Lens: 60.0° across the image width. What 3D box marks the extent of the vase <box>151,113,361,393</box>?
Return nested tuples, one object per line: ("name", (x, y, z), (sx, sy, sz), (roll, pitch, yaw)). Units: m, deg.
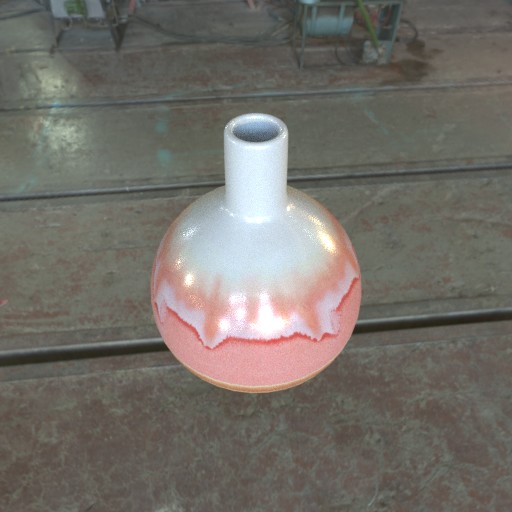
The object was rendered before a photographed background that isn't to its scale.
("vase", (0.000, 0.000, 0.273), (0.137, 0.176, 0.137), (0, 47, 0))
